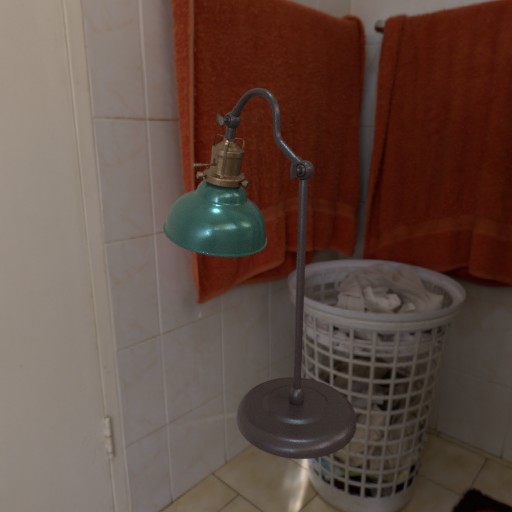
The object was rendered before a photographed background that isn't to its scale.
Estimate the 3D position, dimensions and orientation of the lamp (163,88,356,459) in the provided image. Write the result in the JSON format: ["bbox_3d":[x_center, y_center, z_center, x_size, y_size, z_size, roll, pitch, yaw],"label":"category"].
[{"bbox_3d":[0.000,0.000,0.714,0.374,0.508,0.192,15,21,43],"label":"lamp"}]
